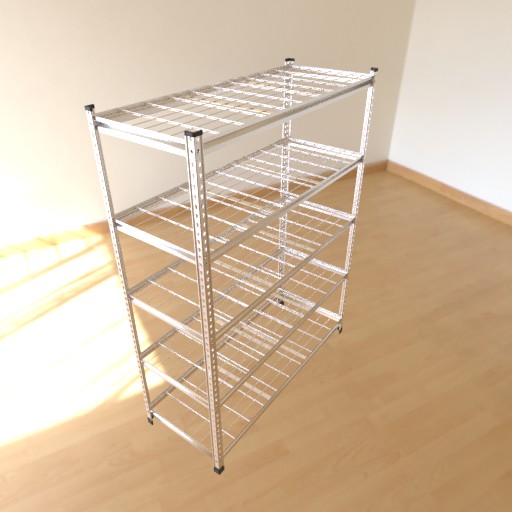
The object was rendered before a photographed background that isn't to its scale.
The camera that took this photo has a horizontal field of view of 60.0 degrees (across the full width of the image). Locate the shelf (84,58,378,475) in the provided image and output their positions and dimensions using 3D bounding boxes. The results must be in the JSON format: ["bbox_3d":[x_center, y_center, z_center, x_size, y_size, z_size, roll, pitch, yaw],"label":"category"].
[{"bbox_3d":[0.000,0.000,2.685,0.610,1.981,1.524,22,38,30],"label":"shelf"}]
